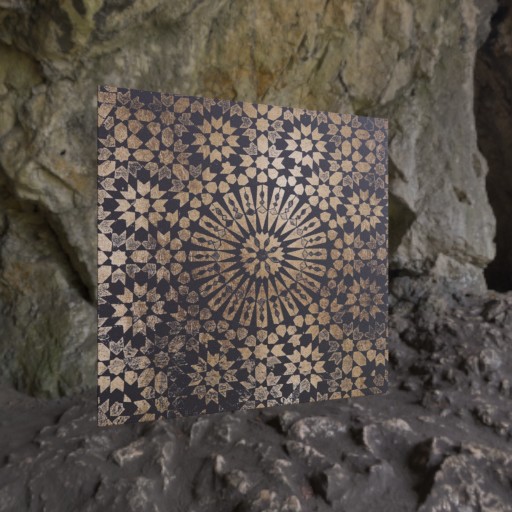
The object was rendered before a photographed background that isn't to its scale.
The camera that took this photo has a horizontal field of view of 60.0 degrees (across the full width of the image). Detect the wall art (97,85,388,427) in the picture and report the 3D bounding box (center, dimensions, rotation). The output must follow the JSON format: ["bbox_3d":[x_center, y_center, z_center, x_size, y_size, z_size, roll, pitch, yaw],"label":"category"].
[{"bbox_3d":[0.000,0.000,0.907,0.612,0.612,0.038,0,0,-19],"label":"wall art"}]
